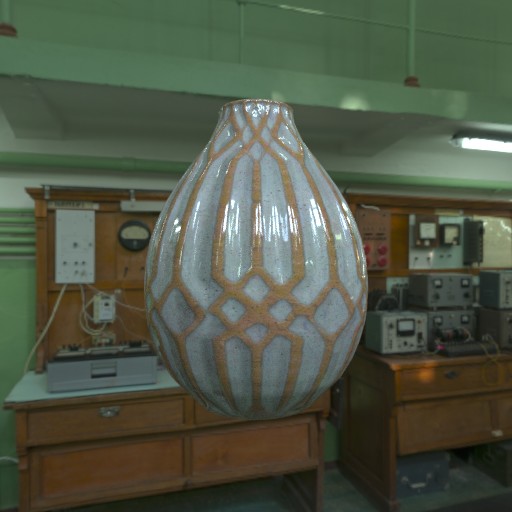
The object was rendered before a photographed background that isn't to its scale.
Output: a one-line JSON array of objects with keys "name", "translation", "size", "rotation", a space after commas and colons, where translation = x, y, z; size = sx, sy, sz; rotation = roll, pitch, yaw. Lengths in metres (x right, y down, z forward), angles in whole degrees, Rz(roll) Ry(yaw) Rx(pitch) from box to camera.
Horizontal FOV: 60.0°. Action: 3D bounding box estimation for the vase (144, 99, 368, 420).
[{"name": "vase", "translation": [0.000, 0.000, 0.267], "size": [0.131, 0.175, 0.131], "rotation": [0, 1, 0]}]
